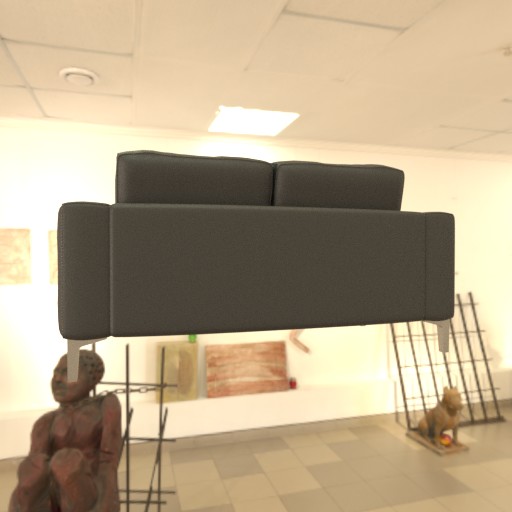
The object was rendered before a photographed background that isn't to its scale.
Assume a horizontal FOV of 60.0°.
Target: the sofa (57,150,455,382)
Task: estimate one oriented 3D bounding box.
[{"bbox_3d":[0.000,0.000,2.191,1.726,0.893,0.833,0,1,-17],"label":"sofa"}]
